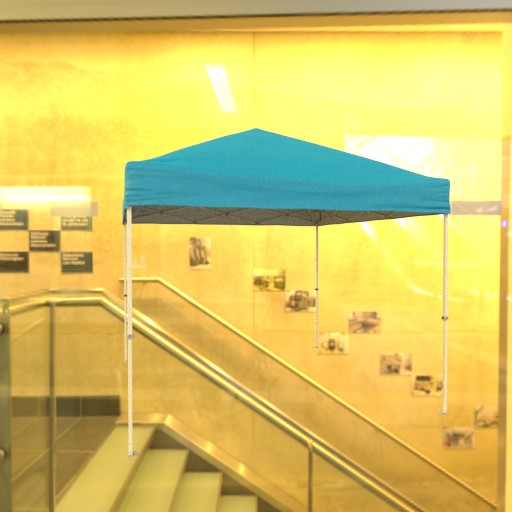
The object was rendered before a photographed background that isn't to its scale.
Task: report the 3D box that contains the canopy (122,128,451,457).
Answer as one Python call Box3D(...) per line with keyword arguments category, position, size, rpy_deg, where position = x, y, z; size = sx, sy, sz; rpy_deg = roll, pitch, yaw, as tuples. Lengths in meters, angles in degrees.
Box3D(category="canopy", position=(0.000, 0.000, 5.218), size=(2.998, 2.997, 2.996), rpy_deg=(0, 1, -17))
